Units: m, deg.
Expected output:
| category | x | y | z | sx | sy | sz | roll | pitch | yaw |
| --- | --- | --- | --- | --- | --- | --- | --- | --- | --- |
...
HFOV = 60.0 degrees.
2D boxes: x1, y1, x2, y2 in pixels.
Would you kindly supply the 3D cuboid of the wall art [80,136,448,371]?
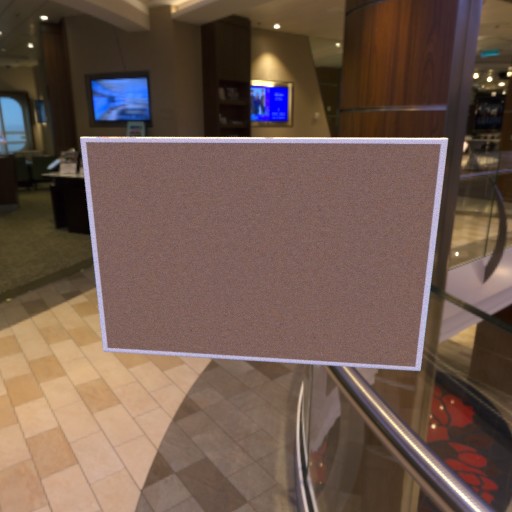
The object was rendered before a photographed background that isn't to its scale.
| category | x | y | z | sx | sy | sz | roll | pitch | yaw |
| --- | --- | --- | --- | --- | --- | --- | --- | --- | --- |
| wall art | 0.000 | 0.000 | 1.487 | 1.136 | 0.769 | 0.040 | 2 | 17 | 7 |
